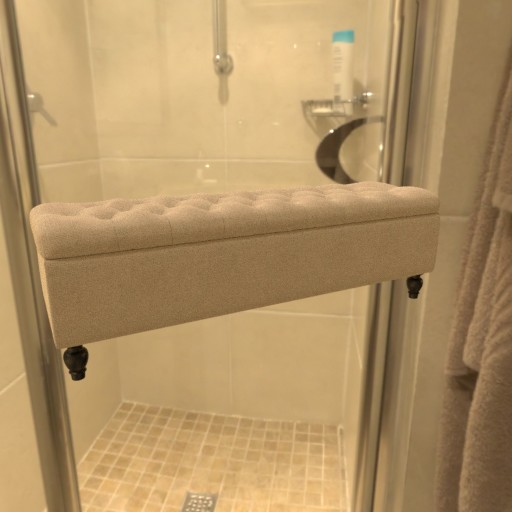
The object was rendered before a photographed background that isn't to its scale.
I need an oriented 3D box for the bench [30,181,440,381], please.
[{"bbox_3d":[0.000,0.000,1.677,1.480,0.467,0.455,-8,18,-27],"label":"bench"}]
